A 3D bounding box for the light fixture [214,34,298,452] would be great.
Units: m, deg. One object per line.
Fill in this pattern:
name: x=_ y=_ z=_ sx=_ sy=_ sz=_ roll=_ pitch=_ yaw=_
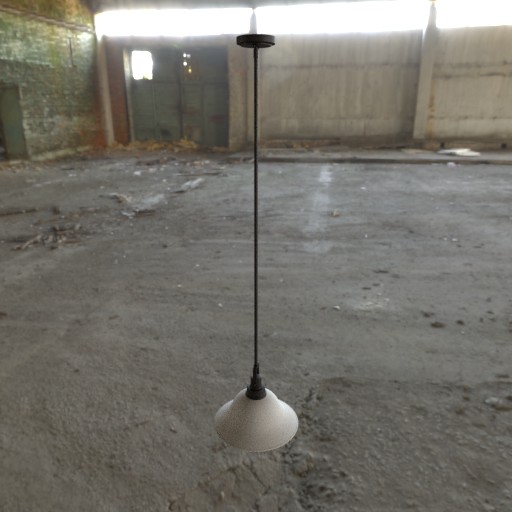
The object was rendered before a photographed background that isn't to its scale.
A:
light fixture: x=0.000 y=0.000 z=1.495 sx=0.324 sy=1.337 sz=0.324 roll=3 pitch=18 yaw=9
